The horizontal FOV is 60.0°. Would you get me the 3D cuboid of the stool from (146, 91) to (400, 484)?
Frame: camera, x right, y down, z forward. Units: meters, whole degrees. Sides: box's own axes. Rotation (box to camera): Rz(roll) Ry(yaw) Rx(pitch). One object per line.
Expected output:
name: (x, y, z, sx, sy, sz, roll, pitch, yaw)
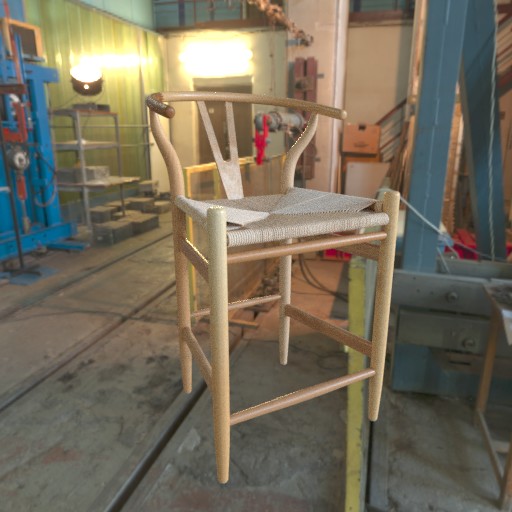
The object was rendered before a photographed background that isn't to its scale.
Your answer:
stool: (0.000, 0.000, 1.276, 0.536, 0.923, 0.575, -9, 19, -28)
